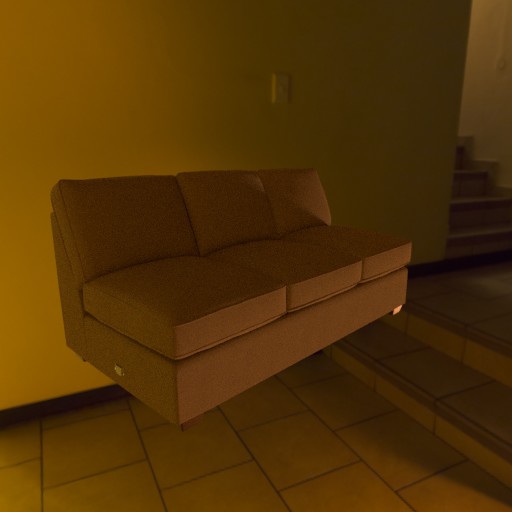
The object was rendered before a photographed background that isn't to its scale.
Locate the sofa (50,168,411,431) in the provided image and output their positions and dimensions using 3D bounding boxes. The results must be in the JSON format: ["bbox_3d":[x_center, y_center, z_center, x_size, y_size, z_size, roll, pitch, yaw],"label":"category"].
[{"bbox_3d":[0.000,0.000,2.783,1.127,1.036,2.092,14,20,43],"label":"sofa"}]
